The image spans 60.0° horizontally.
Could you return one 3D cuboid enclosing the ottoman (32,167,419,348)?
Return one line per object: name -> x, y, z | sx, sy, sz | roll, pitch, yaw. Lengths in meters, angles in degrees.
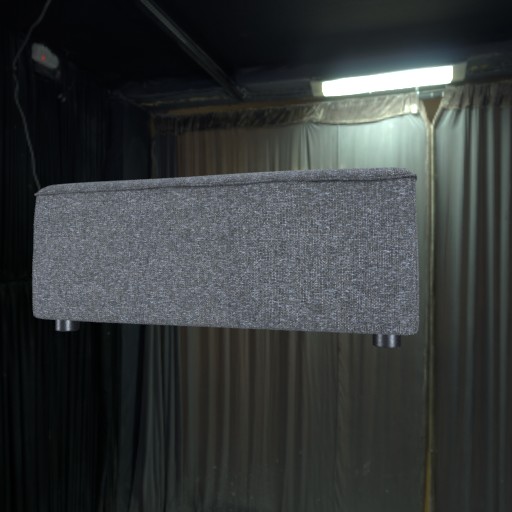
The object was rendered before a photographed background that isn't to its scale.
ottoman -> 0.000, 0.000, 1.552 | 1.017, 0.423, 1.021 | 0, -1, 16
